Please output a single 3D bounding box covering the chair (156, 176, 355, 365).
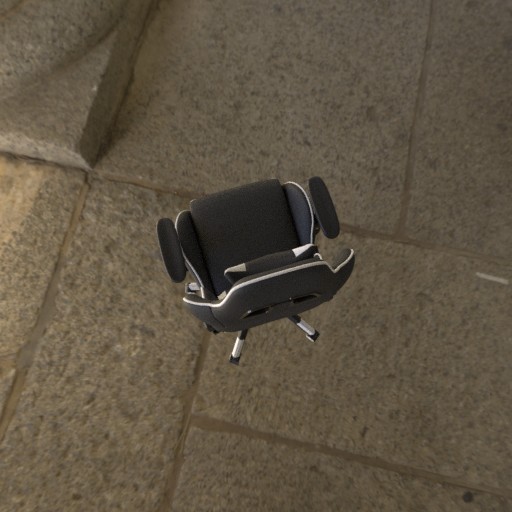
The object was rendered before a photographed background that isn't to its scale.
[{"bbox_3d":[0.000,0.000,1.650,0.700,1.240,0.700,-16,76,-4],"label":"chair"}]
